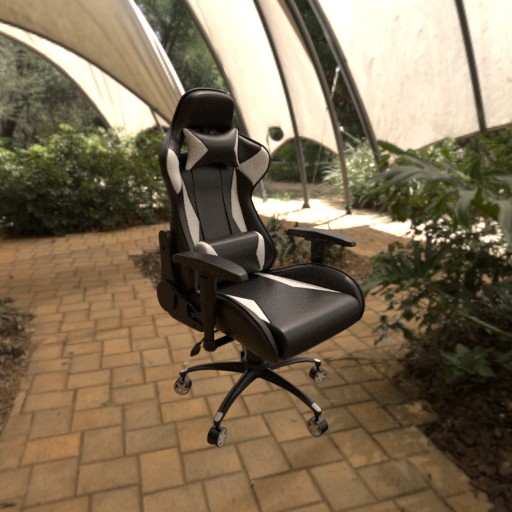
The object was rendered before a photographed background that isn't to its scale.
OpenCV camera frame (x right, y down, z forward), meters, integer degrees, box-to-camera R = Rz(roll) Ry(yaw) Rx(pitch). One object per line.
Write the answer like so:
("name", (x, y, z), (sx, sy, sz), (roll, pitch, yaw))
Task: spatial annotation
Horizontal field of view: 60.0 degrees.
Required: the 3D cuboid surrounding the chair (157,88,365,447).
("chair", (0.000, 0.000, 1.755), (0.695, 1.285, 0.730), (14, 21, 42))
